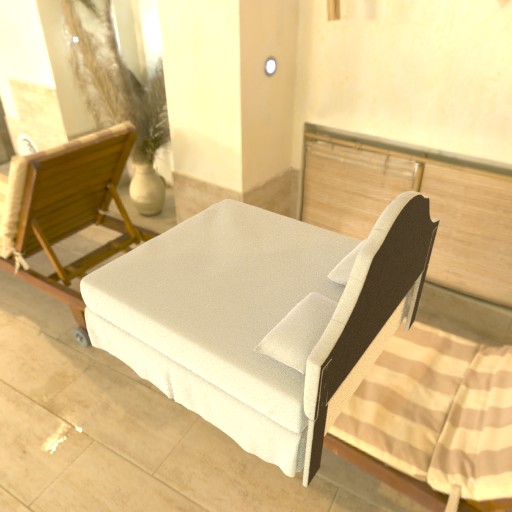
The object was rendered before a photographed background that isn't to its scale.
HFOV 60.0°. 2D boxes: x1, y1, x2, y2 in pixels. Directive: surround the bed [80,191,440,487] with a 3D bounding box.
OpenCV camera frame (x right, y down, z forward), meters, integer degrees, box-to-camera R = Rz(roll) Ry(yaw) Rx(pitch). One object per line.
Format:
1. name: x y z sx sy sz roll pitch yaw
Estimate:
1. bed: 0.000 0.000 3.559 2.214 1.615 2.008 21 38 30
